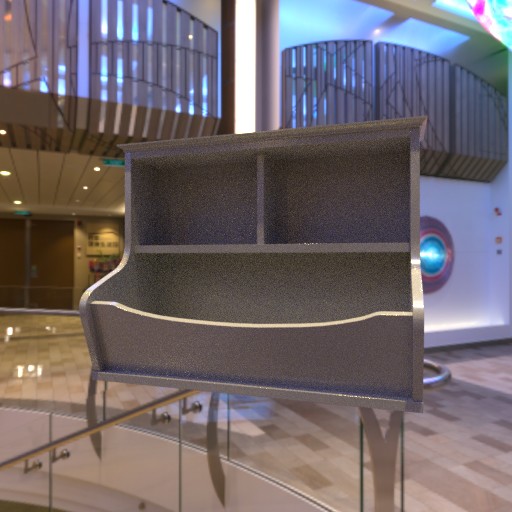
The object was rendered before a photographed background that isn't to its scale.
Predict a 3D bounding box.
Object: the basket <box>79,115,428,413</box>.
[{"bbox_3d":[0.000,0.000,1.079,0.780,0.600,0.350,0,0,18],"label":"basket"}]
